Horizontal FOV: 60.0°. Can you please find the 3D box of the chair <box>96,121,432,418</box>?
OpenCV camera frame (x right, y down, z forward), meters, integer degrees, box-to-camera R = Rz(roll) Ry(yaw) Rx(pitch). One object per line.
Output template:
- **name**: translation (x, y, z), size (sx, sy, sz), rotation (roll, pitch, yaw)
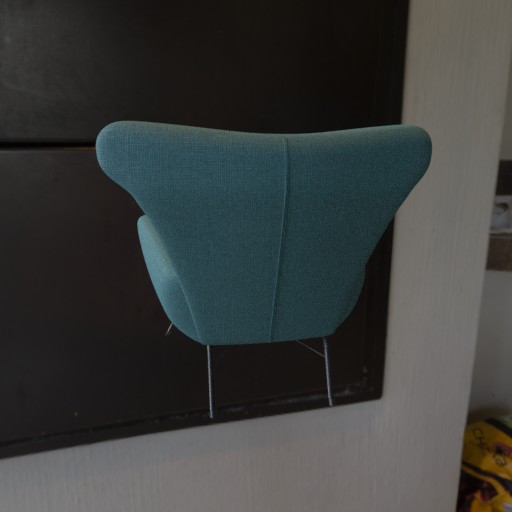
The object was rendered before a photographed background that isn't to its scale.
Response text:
- **chair**: translation (0.000, 0.000, 1.751), size (1.050, 0.980, 0.900), rotation (-3, 14, -10)
